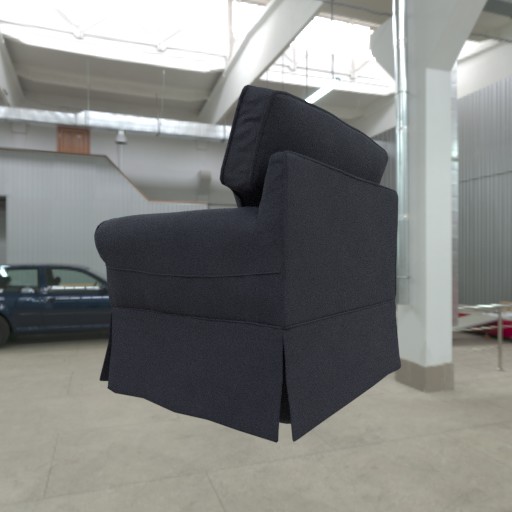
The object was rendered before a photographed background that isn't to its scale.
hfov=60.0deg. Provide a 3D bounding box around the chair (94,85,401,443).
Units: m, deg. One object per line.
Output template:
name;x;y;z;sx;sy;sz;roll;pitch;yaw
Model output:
chair;0.000;0.000;1.996;1.002;1.140;1.119;0;0;35
